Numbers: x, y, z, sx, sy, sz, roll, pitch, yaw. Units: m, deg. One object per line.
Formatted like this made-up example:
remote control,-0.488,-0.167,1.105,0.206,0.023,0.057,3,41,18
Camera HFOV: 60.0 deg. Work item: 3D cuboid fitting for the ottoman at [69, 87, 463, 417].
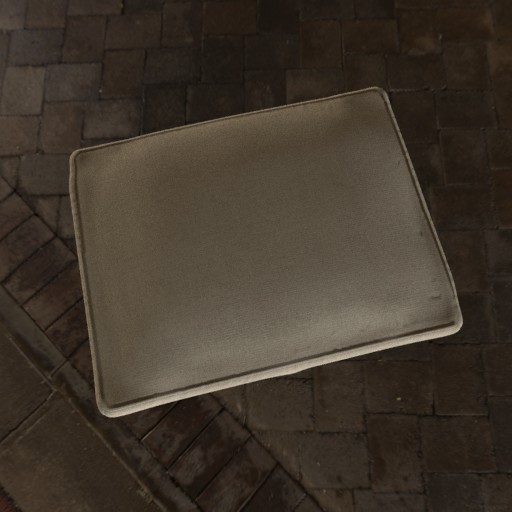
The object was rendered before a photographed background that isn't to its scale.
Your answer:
ottoman,0.000,0.000,1.211,0.833,0.485,0.650,-13,75,-4
